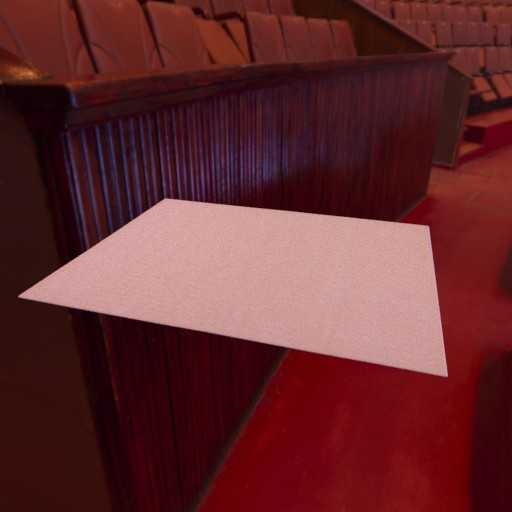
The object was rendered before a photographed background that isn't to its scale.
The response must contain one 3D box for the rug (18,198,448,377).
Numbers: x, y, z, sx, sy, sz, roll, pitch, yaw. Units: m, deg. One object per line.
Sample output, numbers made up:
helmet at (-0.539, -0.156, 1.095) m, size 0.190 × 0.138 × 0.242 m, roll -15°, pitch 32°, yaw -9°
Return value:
rug at (0.000, 0.000, 4.006) m, size 3.055 × 0.021 × 2.410 m, roll 8°, pitch 27°, yaw 15°
